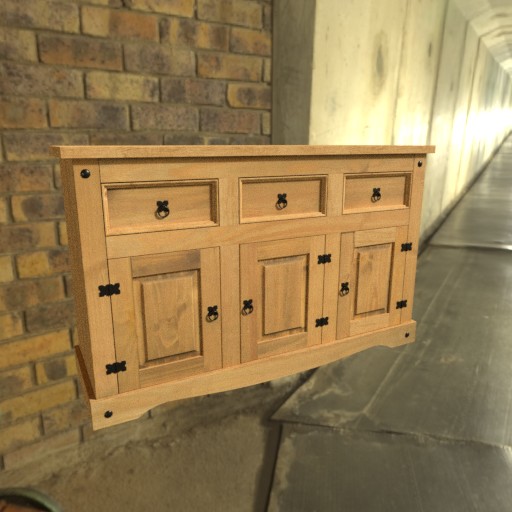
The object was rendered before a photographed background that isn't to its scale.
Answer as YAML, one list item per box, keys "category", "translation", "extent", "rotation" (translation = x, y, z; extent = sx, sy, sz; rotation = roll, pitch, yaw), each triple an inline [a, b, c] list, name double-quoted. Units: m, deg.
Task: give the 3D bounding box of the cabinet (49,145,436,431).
- category: "cabinet"
  translation: [0.000, 0.000, 1.677]
  extent: [1.321, 0.810, 0.432]
  rotation: [-7, 16, -27]
